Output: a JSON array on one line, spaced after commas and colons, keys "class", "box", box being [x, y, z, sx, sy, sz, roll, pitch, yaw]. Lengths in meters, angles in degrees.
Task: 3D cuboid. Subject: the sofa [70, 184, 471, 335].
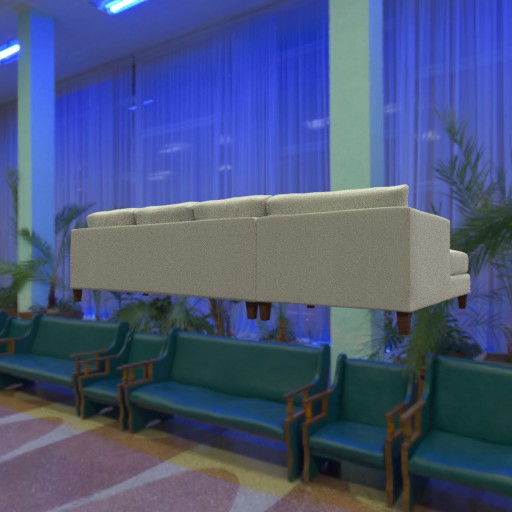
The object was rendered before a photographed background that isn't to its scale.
[{"class": "sofa", "box": [0.000, 0.000, 3.917, 3.186, 0.861, 1.625, 0, 0, 36]}]
